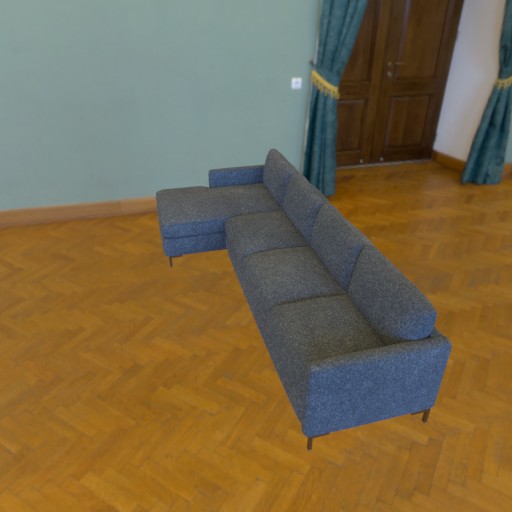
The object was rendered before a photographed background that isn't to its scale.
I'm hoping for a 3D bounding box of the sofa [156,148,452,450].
[{"bbox_3d":[0.000,0.000,3.426,1.350,0.810,2.932,-8,32,-13],"label":"sofa"}]
